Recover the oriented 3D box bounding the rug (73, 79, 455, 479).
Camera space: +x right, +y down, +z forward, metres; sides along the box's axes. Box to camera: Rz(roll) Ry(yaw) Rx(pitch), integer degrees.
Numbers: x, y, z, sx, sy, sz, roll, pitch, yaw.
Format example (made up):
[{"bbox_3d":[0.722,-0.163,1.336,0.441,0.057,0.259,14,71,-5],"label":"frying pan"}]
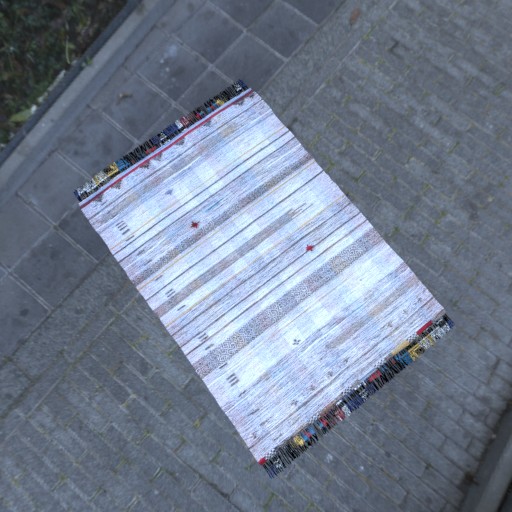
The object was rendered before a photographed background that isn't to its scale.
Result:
[{"bbox_3d":[0.000,0.000,2.361,1.217,0.012,1.848,-36,79,-8],"label":"rug"}]
